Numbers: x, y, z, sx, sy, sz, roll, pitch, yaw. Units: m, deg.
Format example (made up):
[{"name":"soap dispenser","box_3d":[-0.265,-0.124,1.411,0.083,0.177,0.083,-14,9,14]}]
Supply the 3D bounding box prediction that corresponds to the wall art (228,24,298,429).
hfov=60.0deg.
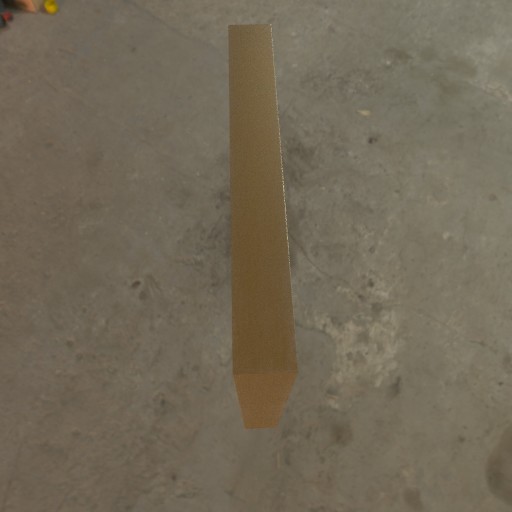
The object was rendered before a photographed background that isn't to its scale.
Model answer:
[{"name":"wall art","box_3d":[0.000,0.000,0.460,0.038,0.305,0.306,-2,63,-1]}]
